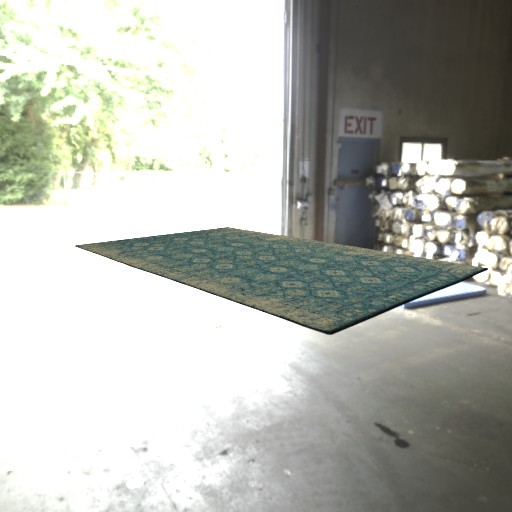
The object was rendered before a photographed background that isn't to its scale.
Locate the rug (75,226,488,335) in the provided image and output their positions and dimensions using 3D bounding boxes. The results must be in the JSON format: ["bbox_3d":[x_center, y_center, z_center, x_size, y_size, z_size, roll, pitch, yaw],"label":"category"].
[{"bbox_3d":[0.000,0.000,3.000,1.530,0.015,2.449,-11,16,-42],"label":"rug"}]
